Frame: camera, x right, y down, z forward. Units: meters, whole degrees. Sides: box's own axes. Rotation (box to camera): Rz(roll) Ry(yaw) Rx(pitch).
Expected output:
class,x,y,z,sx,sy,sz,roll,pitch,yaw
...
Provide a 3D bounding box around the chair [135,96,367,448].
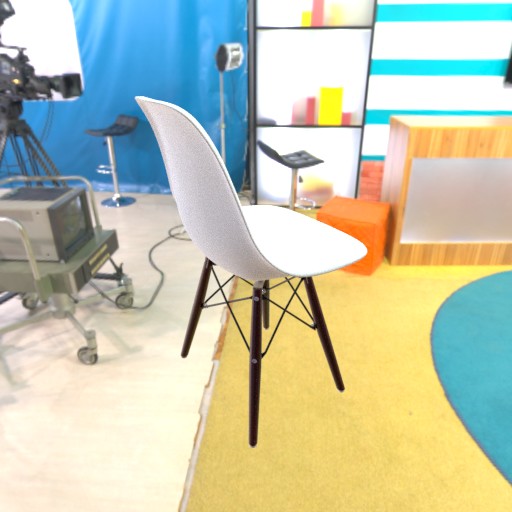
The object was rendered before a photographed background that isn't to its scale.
class,x,y,z,sx,sy,sz,roll,pitch,yaw
chair,0.000,0.000,1.179,0.533,0.826,0.470,-17,31,-31
